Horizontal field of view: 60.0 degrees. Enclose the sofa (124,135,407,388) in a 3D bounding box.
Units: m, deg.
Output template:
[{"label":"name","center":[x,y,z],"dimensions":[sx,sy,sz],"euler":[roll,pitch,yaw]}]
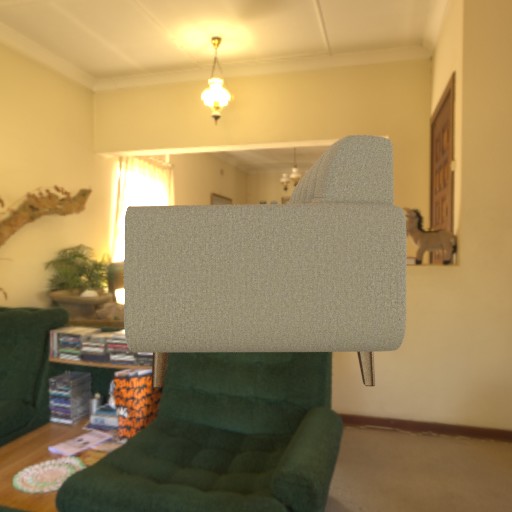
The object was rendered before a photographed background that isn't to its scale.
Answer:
[{"label":"sofa","center":[0.000,0.000,2.256],"dimensions":[0.952,0.925,1.651],"euler":[0,2,-1]}]
